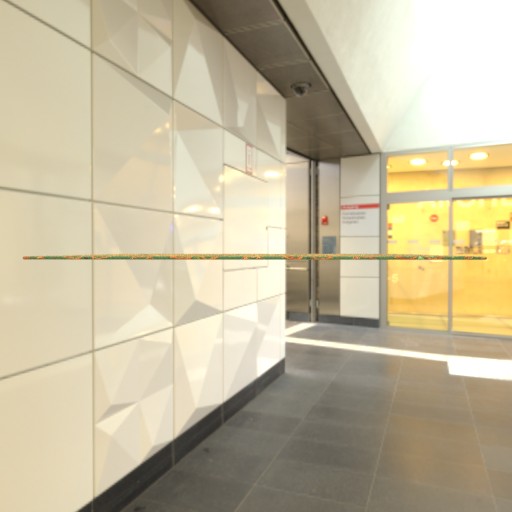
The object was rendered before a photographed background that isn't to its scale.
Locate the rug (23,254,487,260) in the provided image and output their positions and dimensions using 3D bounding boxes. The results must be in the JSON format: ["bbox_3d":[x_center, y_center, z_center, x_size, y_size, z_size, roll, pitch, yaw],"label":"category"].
[{"bbox_3d":[0.000,0.000,2.937,2.290,0.016,1.527,0,1,2],"label":"rug"}]
